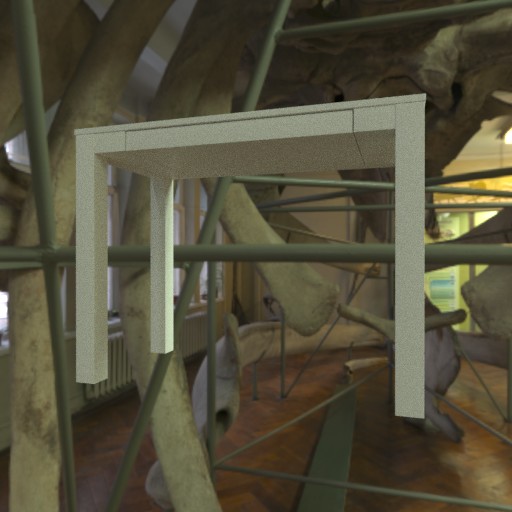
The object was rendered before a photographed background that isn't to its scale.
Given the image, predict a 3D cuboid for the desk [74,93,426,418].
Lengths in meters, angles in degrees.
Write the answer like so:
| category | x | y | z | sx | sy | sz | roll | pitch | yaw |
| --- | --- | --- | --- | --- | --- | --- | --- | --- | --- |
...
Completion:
| category | x | y | z | sx | sy | sz | roll | pitch | yaw |
| --- | --- | --- | --- | --- | --- | --- | --- | --- | --- |
| desk | 0.000 | 0.000 | 1.423 | 0.990 | 0.762 | 0.497 | 0 | 0 | 18 |
